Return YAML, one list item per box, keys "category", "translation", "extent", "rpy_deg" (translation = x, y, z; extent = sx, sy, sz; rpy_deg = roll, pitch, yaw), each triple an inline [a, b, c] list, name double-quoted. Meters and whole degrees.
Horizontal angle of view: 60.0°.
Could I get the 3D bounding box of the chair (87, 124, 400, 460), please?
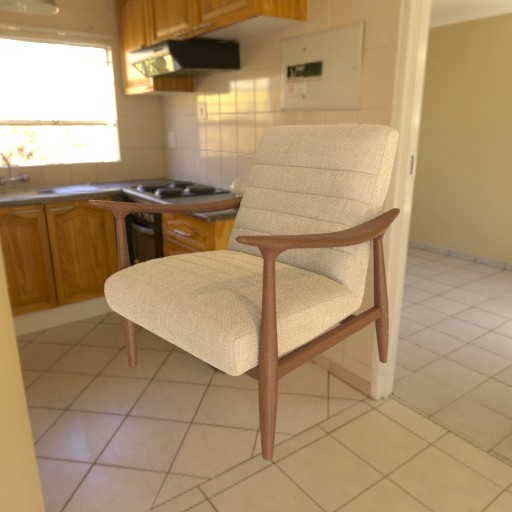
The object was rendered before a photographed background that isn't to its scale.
- category: "chair"
  translation: [0.000, 0.000, 1.460]
  extent: [0.741, 0.832, 0.798]
  rpy_deg: [15, 22, 42]
